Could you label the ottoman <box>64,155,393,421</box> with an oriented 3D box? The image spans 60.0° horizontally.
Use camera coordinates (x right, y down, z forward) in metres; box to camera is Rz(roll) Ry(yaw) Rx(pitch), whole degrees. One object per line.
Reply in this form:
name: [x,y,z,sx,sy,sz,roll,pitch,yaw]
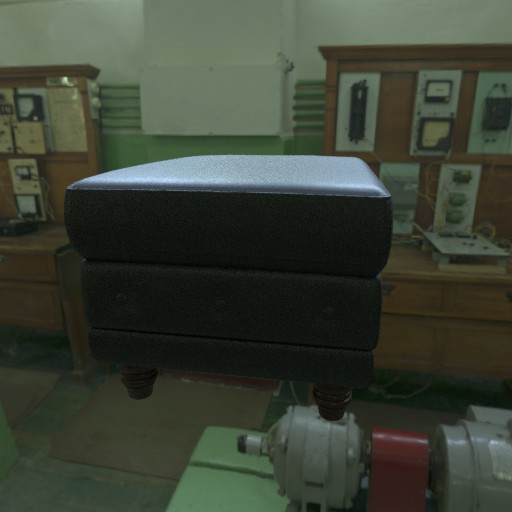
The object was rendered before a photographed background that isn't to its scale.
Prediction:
ottoman: [0.000,0.000,1.174,0.590,0.498,0.795,3,16,10]
